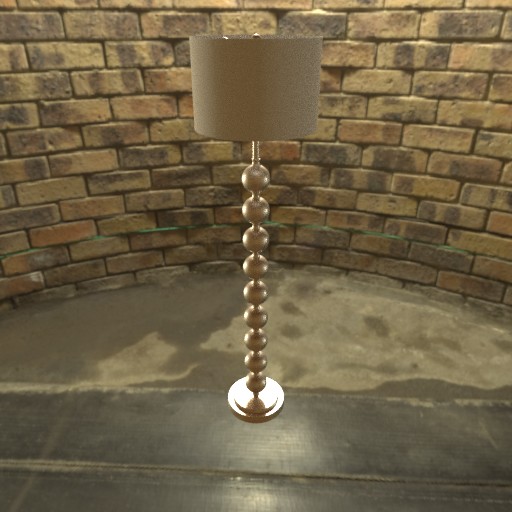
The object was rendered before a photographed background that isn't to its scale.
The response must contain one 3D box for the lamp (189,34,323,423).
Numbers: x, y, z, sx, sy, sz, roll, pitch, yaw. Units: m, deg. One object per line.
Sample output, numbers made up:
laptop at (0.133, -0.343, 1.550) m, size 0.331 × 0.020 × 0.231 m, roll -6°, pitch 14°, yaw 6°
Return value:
lamp at (0.000, 0.000, 1.646) m, size 0.394 × 1.474 × 0.394 m, roll -18°, pitch 33°, yaw -31°
